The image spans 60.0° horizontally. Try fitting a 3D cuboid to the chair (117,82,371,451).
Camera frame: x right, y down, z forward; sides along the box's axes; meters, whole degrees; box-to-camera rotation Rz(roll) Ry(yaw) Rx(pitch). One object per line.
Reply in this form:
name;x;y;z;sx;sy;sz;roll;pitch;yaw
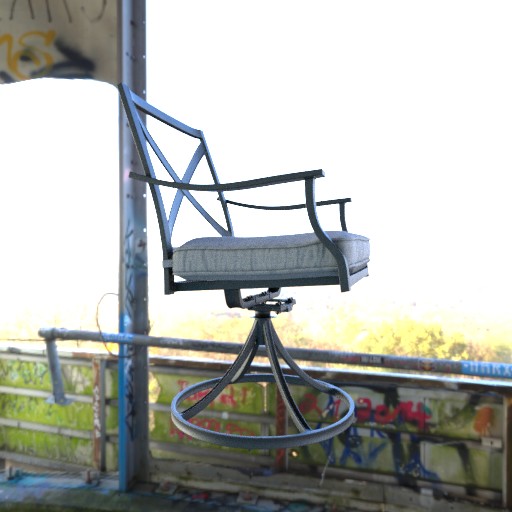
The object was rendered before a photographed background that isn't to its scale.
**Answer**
chair;0.000;0.000;1.277;0.620;0.889;0.575;0;1;18
